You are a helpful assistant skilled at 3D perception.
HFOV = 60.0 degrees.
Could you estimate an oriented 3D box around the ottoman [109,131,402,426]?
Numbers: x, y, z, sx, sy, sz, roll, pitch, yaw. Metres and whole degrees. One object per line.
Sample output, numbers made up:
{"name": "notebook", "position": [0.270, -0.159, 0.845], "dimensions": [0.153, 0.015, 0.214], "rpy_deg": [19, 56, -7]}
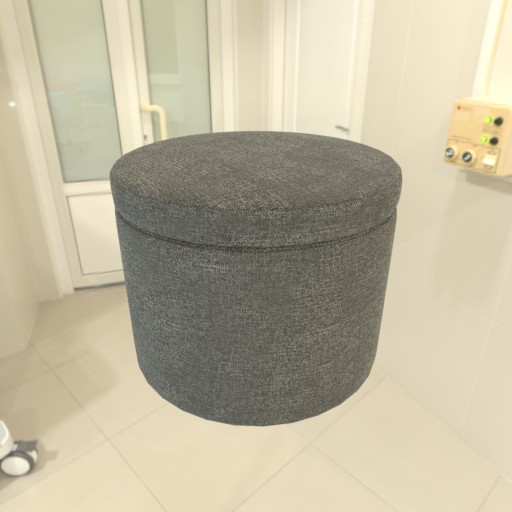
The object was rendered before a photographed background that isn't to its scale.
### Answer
{"name": "ottoman", "position": [0.000, 0.000, 0.866], "dimensions": [0.500, 0.419, 0.500], "rpy_deg": [0, 26, 0]}
